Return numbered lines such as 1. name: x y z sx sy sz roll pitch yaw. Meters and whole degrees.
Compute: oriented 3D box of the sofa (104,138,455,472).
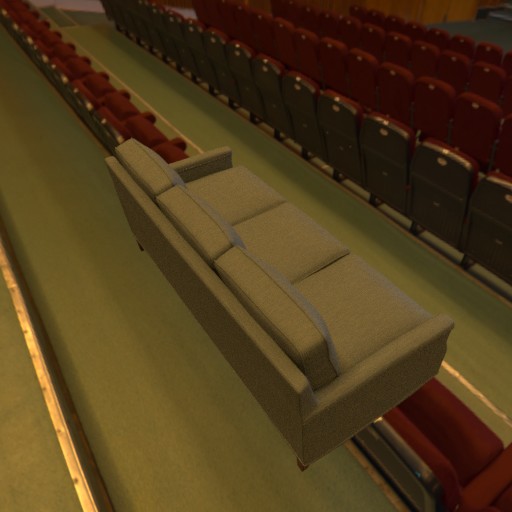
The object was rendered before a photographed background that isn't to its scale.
1. sofa: 0.000 0.000 2.808 1.084 1.003 2.246 -24 47 -25
